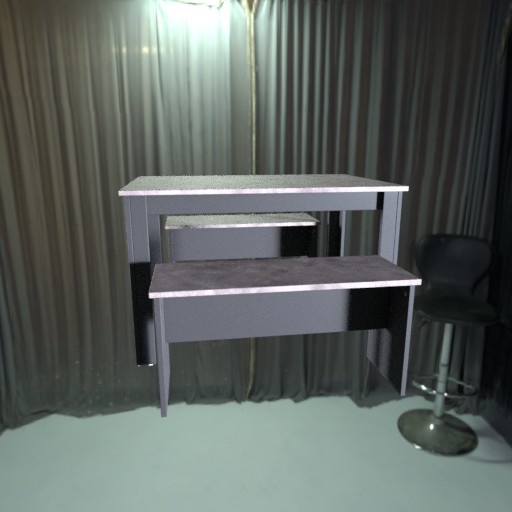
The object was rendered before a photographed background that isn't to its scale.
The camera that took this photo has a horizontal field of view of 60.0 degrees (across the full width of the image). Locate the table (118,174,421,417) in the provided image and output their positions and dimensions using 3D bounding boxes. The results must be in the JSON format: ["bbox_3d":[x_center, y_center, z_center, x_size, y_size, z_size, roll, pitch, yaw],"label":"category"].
[{"bbox_3d":[0.000,0.000,2.084,1.100,0.700,1.443,-2,14,-9],"label":"table"}]
